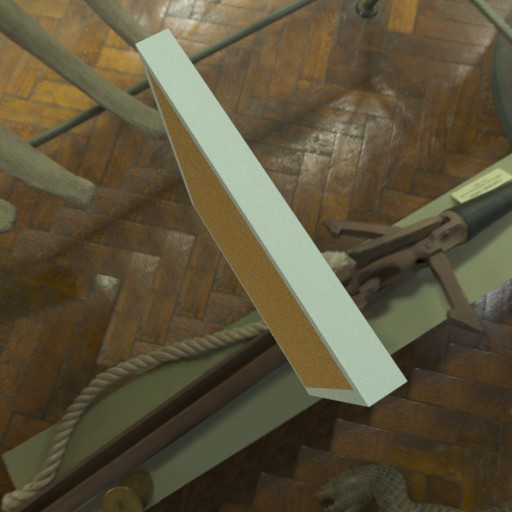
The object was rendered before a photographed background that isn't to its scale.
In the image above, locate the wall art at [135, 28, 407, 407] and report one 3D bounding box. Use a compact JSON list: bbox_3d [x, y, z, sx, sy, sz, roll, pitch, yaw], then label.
[{"bbox_3d":[0.000,0.000,0.596,0.038,0.406,0.406,-30,76,-8],"label":"wall art"}]
